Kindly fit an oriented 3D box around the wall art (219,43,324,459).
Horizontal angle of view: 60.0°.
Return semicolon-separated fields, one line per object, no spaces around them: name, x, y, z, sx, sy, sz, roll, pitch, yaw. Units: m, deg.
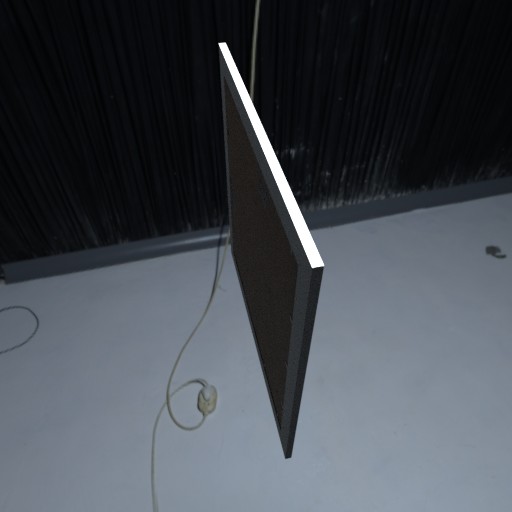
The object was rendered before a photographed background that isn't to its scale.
wall art;0.000;0.000;0.873;0.013;0.584;0.584;-10;48;-9
